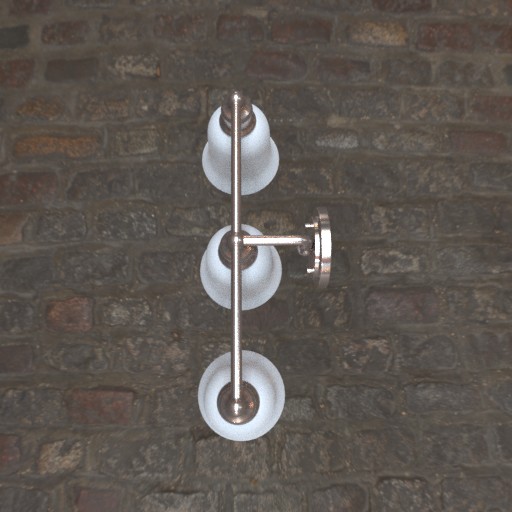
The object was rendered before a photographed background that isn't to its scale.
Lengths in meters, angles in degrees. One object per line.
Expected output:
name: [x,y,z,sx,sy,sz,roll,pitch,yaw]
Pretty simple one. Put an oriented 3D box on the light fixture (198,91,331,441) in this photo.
light fixture: [0.000,0.000,0.686,0.198,0.211,0.570,-1,77,0]
